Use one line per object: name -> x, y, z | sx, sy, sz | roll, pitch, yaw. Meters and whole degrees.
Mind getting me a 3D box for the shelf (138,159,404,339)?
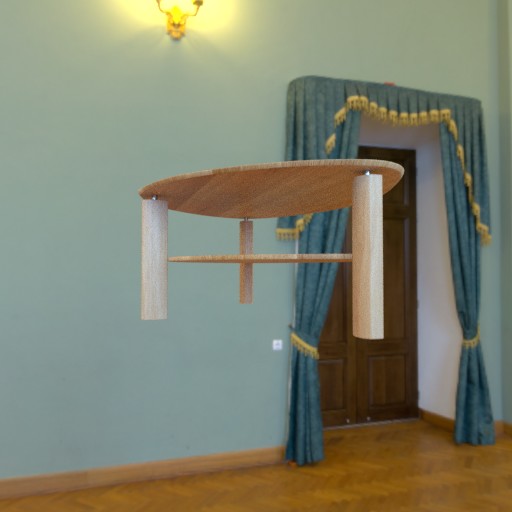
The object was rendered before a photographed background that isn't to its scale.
shelf -> 0.000, 0.000, 1.636 | 0.845, 0.440, 1.246 | 0, -2, -17
